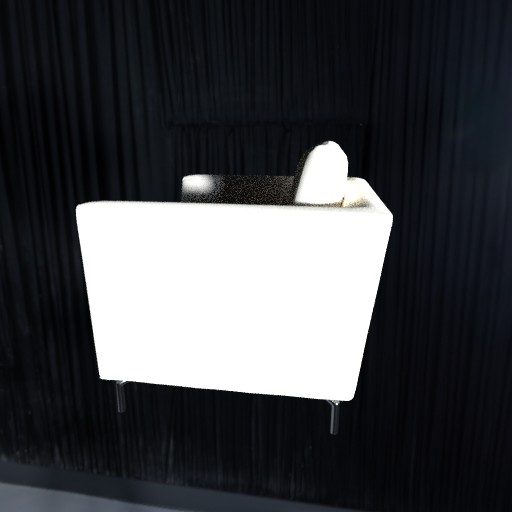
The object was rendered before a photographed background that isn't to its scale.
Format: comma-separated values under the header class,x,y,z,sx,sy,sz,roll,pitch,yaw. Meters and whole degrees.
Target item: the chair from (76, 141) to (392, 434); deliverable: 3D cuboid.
class,x,y,z,sx,sy,sz,roll,pitch,yaw
chair,0.000,0.000,1.732,0.889,0.865,1.041,2,15,9
